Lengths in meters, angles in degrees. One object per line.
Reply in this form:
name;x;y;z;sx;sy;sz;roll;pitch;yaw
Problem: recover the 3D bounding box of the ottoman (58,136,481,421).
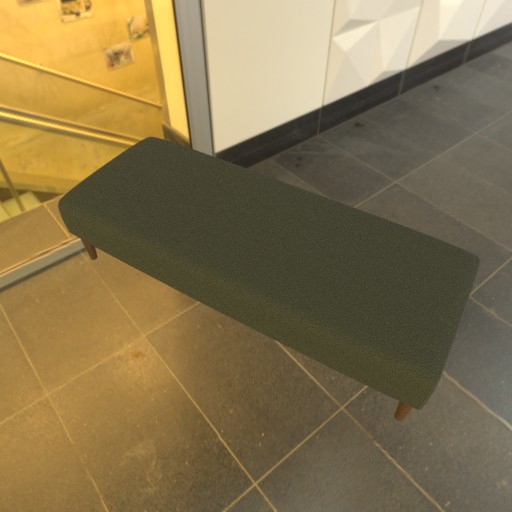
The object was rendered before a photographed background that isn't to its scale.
ottoman;0.000;0.000;1.868;1.609;0.393;0.646;24;51;21
